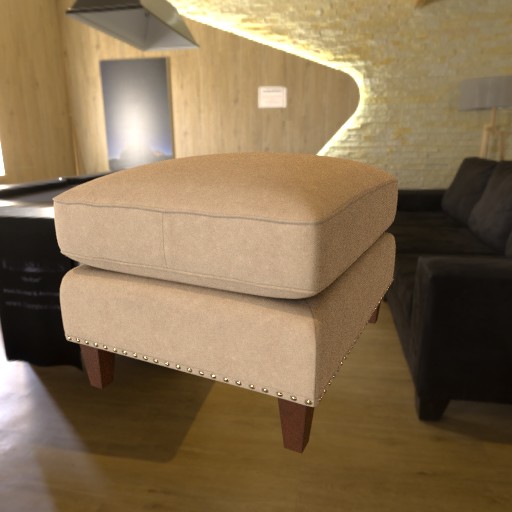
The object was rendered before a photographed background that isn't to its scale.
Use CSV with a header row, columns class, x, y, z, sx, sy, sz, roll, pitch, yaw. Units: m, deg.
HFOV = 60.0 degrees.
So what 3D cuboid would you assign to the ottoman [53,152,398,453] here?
class,x,y,z,sx,sy,sz,roll,pitch,yaw
ottoman,0.000,0.000,1.128,0.584,0.513,0.741,7,17,25
